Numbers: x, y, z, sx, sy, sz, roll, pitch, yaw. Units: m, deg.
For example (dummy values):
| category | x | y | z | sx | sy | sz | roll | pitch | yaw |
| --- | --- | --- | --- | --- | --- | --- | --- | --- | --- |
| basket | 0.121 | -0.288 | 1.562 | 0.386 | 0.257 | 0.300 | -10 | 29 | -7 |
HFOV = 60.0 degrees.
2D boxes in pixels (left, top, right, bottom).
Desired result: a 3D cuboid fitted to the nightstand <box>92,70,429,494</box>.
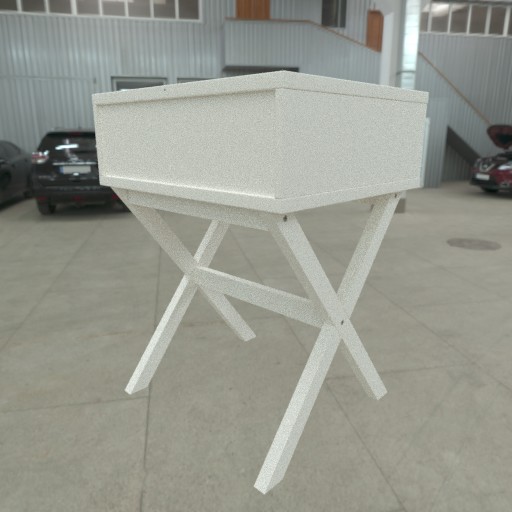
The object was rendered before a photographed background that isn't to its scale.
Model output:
| category | x | y | z | sx | sy | sz | roll | pitch | yaw |
| --- | --- | --- | --- | --- | --- | --- | --- | --- | --- |
| nightstand | 0.000 | 0.000 | 0.901 | 0.479 | 0.623 | 0.402 | 14 | 21 | 42 |
